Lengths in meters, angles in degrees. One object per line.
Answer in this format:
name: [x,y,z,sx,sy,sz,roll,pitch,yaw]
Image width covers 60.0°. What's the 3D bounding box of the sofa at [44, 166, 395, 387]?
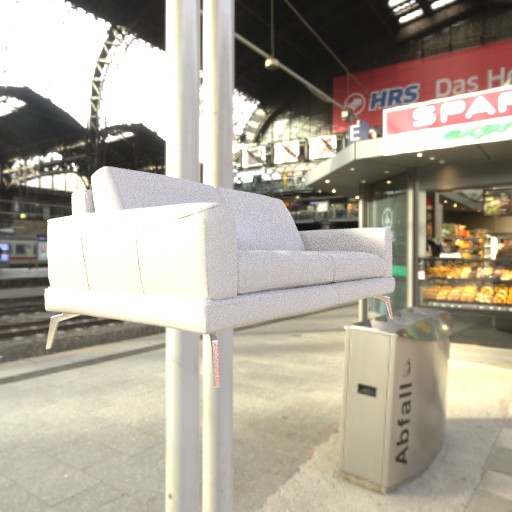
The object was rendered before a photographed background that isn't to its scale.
sofa: [0.000,0.000,2.750,1.121,0.930,2.177,0,0,35]
